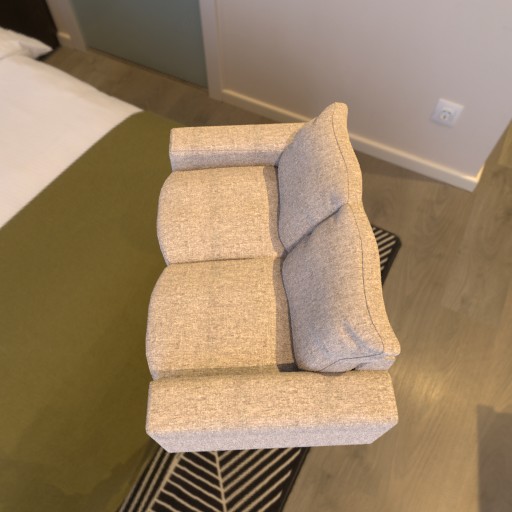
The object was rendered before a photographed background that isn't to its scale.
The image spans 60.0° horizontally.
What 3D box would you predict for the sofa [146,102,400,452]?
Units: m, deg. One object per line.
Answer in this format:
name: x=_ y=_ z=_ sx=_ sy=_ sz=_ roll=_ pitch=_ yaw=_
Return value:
sofa: x=0.000 y=0.000 z=2.327 sx=1.094 sy=0.877 sz=1.758 roll=-2 pitch=58 yaw=-1
